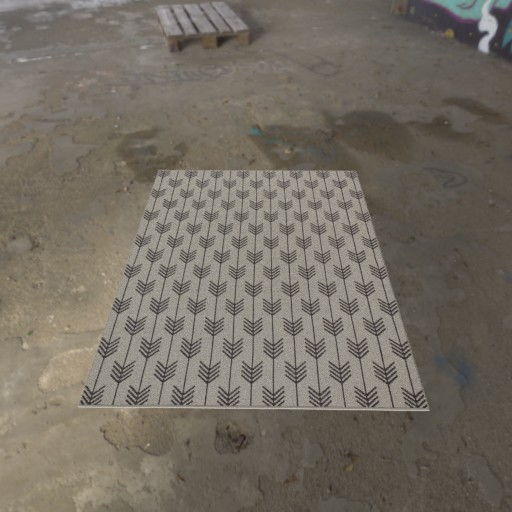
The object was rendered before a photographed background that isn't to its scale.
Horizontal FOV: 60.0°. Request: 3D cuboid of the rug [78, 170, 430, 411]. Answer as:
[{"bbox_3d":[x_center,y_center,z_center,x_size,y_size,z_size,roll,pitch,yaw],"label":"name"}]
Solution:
[{"bbox_3d":[0.000,0.000,4.075,2.330,0.010,3.061,0,41,0],"label":"rug"}]
